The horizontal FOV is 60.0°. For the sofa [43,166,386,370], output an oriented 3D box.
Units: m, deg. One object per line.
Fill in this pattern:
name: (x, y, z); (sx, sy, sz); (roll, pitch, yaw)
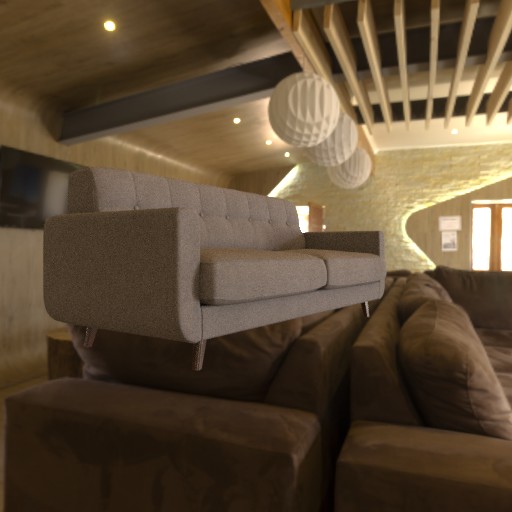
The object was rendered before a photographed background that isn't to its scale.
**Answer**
sofa: (0.000, 0.000, 2.542); (0.909, 0.841, 2.029); (0, 0, 36)
